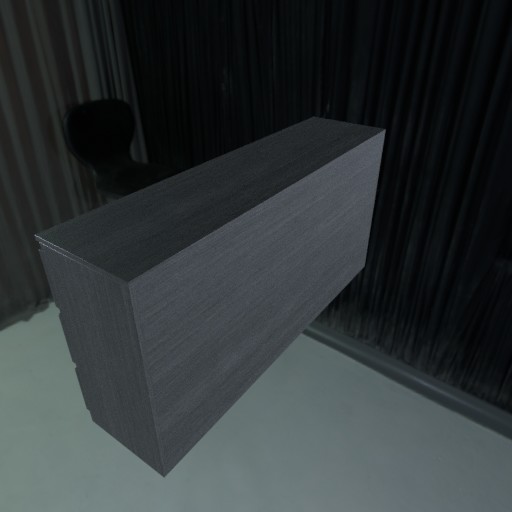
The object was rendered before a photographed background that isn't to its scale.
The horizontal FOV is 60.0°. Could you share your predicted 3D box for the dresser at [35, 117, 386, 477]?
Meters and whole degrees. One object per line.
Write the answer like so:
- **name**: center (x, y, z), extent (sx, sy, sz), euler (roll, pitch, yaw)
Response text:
- **dresser**: center (0.000, 0.000, 1.913), extent (0.400, 0.795, 1.590), euler (21, 38, 30)
